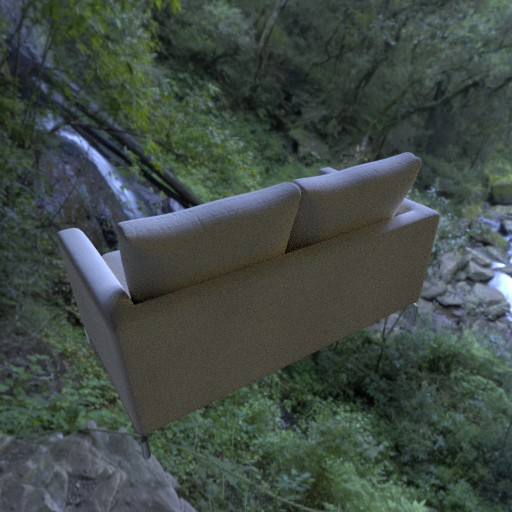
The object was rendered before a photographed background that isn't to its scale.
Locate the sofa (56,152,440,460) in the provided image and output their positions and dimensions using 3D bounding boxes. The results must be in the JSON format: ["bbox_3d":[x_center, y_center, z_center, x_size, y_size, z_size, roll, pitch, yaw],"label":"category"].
[{"bbox_3d":[0.000,0.000,2.319,1.739,0.995,0.906,-18,35,-28],"label":"sofa"}]
